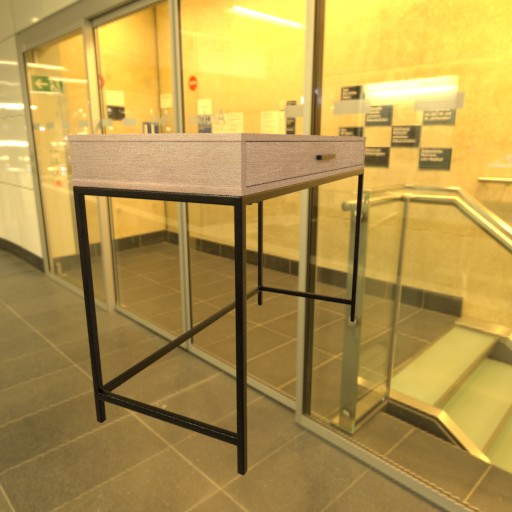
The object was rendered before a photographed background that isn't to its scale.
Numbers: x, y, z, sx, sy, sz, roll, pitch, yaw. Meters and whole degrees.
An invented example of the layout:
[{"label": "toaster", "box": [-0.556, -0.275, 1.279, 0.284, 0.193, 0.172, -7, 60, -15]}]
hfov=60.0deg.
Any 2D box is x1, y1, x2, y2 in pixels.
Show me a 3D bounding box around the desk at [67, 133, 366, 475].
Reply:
[{"label": "desk", "box": [0.000, 0.000, 1.458, 0.470, 0.762, 1.016, 7, 16, 26]}]
